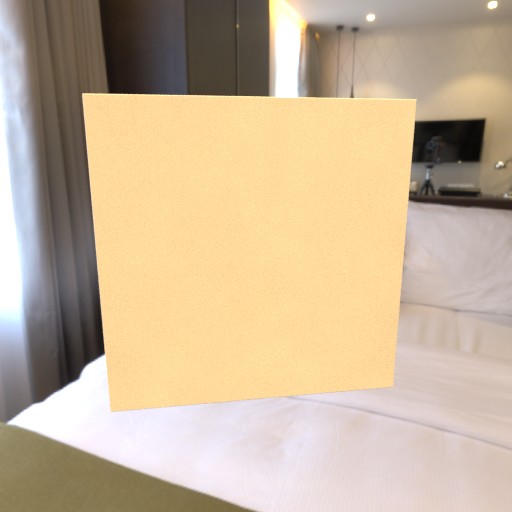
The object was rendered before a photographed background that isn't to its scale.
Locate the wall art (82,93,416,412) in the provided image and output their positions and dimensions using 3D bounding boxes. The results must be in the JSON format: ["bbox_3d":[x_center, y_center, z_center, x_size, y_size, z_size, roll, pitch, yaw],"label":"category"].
[{"bbox_3d":[0.000,0.000,0.454,0.305,0.305,0.038,-2,14,-9],"label":"wall art"}]
